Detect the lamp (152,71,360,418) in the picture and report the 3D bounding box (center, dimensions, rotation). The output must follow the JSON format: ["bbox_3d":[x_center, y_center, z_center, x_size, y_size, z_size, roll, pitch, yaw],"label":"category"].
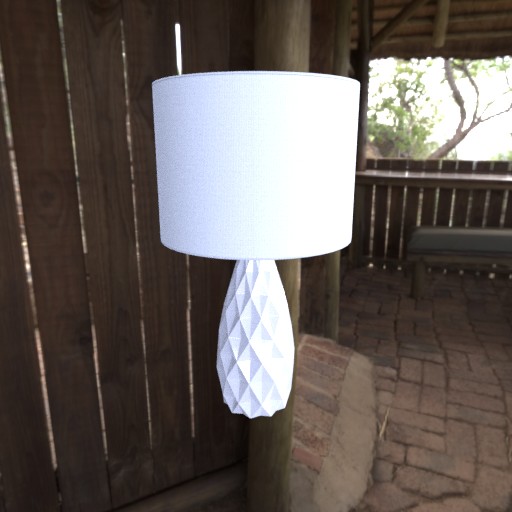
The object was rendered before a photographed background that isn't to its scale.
[{"bbox_3d":[0.000,0.000,0.713,0.297,0.522,0.297,0,15,0],"label":"lamp"}]
